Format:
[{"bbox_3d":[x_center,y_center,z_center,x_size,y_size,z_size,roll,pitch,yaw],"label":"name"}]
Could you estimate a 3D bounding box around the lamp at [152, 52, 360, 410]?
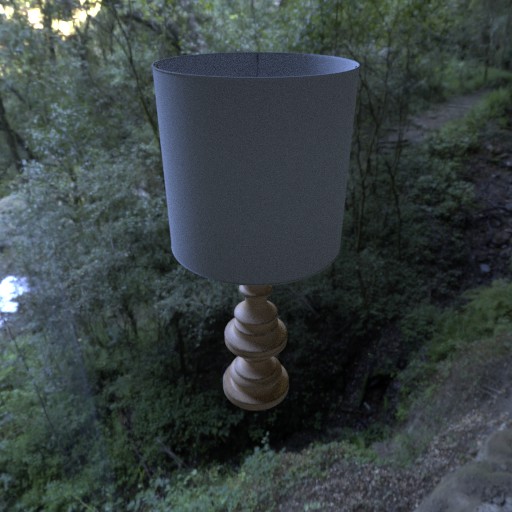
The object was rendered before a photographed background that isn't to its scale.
[{"bbox_3d":[0.000,0.000,0.565,0.208,0.455,0.208,-9,31,-16],"label":"lamp"}]
